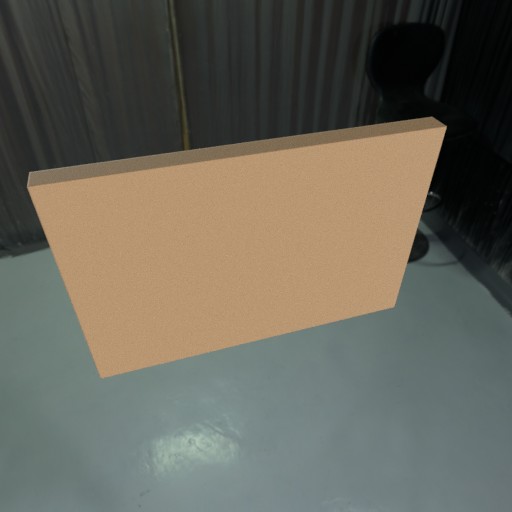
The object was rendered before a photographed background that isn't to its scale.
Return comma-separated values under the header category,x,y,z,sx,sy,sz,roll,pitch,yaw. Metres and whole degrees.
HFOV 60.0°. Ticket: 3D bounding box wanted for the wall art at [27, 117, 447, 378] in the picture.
category,x,y,z,sx,sy,sz,roll,pitch,yaw
wall art,0.000,0.000,0.767,0.609,0.407,0.039,-11,41,-13
